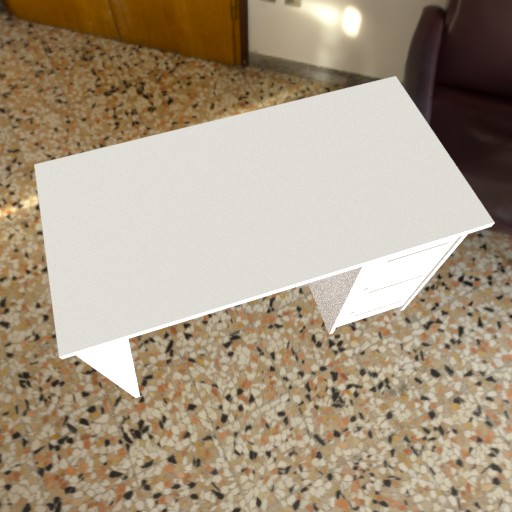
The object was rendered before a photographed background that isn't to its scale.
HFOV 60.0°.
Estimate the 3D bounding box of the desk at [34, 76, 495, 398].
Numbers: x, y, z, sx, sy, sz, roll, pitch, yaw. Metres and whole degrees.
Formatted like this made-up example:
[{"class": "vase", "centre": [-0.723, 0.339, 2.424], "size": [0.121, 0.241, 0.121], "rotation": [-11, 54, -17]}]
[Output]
[{"class": "desk", "centre": [0.000, 0.000, 1.499], "size": [1.097, 0.735, 0.560], "rotation": [-16, 64, -8]}]
